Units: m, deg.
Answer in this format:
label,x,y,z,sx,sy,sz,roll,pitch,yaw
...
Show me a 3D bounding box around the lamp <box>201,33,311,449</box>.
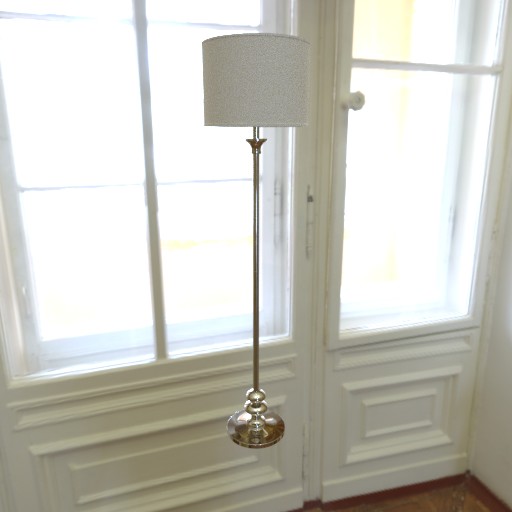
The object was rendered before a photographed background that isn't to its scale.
label,x,y,z,sx,sy,sz,roll,pitch,yaw
lamp,0.000,0.000,1.640,0.356,1.487,0.356,8,17,27
